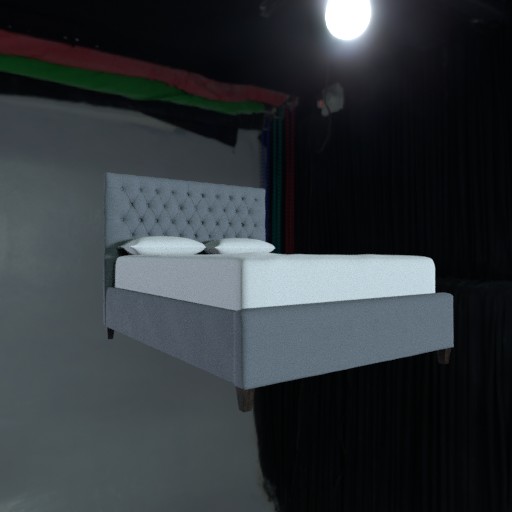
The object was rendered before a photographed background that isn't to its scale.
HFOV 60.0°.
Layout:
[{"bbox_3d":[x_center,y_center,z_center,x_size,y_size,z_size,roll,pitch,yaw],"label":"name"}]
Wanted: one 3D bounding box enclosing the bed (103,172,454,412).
[{"bbox_3d":[0.000,0.000,3.382,1.698,1.427,2.231,0,0,-34],"label":"bed"}]
